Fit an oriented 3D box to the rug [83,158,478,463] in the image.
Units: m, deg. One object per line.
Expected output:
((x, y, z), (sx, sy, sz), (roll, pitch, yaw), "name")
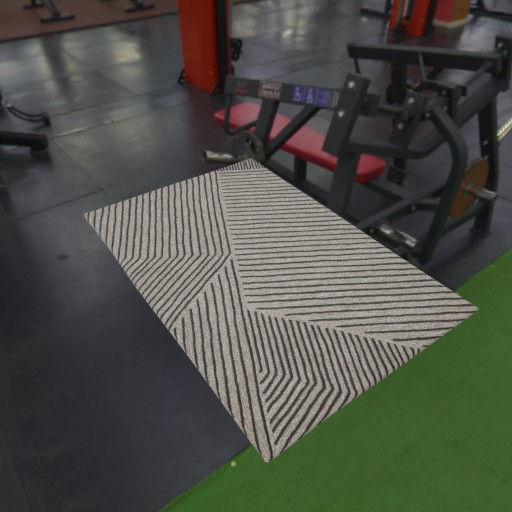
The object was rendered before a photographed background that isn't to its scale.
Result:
((0.000, 0.000, 2.358), (1.237, 0.019, 1.842), (-25, 46, -27), "rug")
